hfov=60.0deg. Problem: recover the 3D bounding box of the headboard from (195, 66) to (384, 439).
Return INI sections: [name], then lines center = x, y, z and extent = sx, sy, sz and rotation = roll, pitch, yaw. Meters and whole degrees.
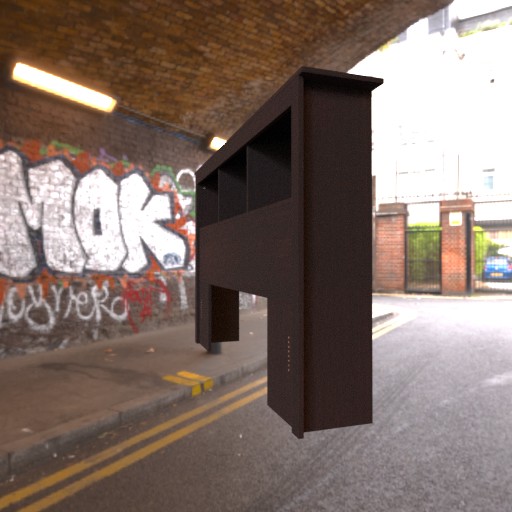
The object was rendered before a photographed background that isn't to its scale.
[headboard]
center = 0.000, 0.000, 2.120
extent = 0.279, 1.092, 1.671
rotation = 0, 0, -19
